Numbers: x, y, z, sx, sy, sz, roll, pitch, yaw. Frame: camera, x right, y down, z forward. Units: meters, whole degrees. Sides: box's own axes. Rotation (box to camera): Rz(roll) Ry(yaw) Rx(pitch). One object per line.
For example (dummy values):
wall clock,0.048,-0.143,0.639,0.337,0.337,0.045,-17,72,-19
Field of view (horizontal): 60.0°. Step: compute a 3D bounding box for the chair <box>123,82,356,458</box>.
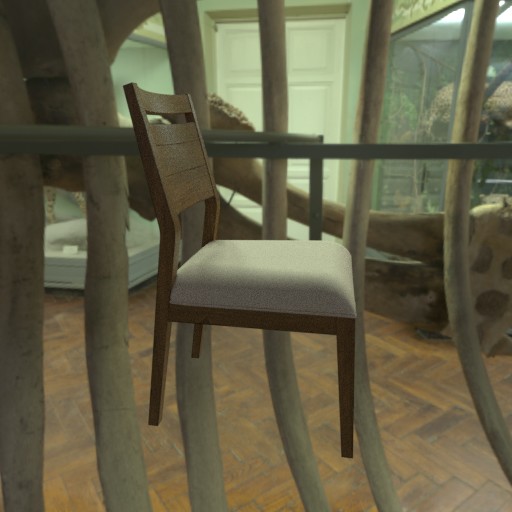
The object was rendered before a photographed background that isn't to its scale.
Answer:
chair,0.000,0.000,1.320,0.610,0.939,0.497,3,17,10
